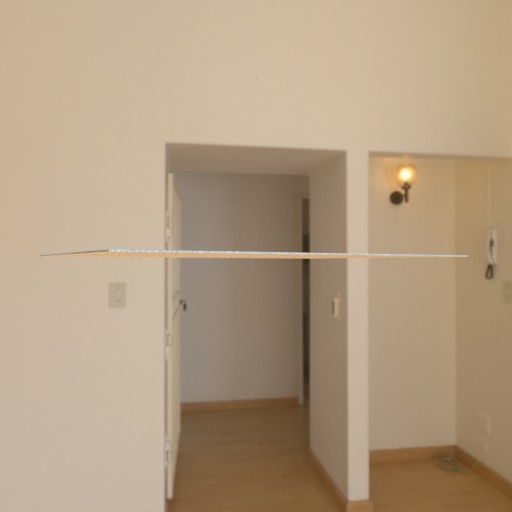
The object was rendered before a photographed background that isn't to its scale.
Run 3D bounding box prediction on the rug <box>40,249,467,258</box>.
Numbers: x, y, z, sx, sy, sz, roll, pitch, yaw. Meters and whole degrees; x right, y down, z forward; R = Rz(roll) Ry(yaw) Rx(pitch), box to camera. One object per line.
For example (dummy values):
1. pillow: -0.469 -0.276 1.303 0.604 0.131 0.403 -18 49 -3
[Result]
1. rug: 0.000 0.000 2.167 1.752 0.006 1.142 1 -1 -34
